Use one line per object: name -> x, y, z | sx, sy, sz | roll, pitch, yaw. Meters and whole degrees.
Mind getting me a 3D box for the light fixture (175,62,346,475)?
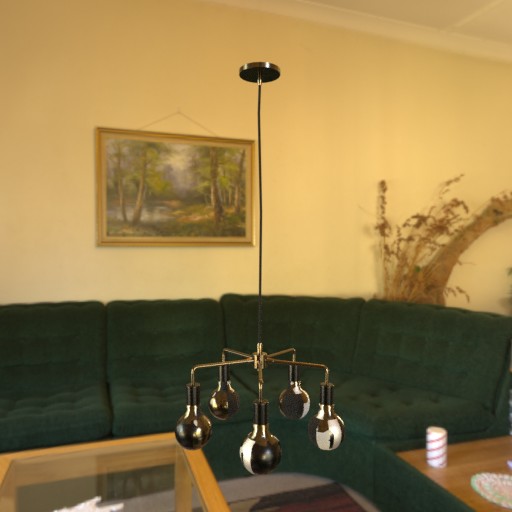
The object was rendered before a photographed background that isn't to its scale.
light fixture -> 0.000, 0.000, 1.202 | 0.438, 0.988, 0.421 | -1, 1, -36
